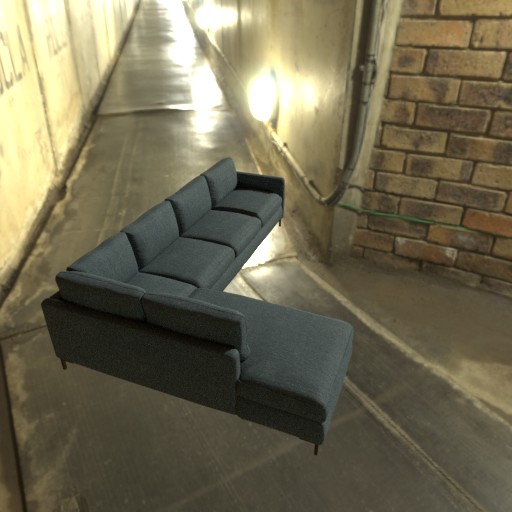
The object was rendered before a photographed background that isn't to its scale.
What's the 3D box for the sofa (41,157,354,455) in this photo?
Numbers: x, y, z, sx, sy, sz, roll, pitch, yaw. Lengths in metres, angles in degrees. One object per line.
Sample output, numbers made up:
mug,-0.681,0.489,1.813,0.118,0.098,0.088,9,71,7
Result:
sofa,0.000,0.000,3.924,2.007,0.815,2.949,11,32,18
